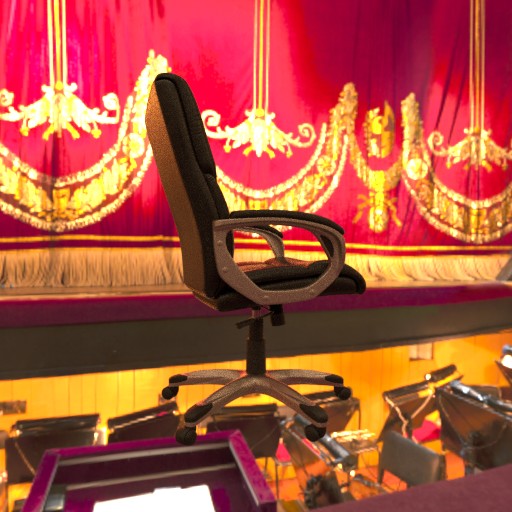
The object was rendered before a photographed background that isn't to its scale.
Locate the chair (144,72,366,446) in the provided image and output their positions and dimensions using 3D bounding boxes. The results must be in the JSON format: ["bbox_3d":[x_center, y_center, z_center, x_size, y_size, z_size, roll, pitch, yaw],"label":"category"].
[{"bbox_3d":[0.000,0.000,1.649,0.780,1.145,0.700,0,1,-18],"label":"chair"}]
